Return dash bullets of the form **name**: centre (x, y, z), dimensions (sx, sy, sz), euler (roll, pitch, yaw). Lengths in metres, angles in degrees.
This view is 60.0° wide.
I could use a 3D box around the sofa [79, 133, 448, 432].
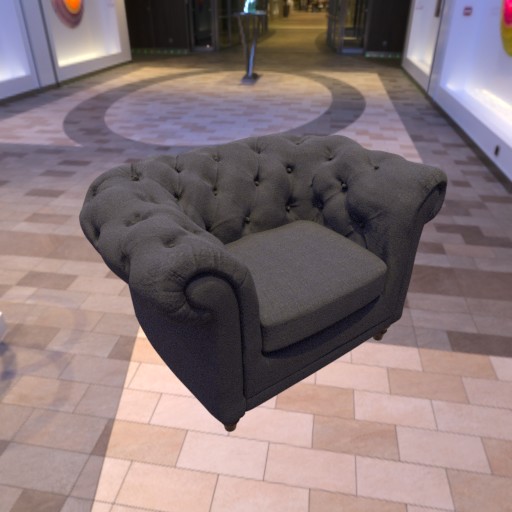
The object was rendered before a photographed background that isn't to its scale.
- **sofa**: centre (0.000, 0.000, 2.025), dimensions (1.405, 0.878, 1.032), euler (-21, 36, -31)
